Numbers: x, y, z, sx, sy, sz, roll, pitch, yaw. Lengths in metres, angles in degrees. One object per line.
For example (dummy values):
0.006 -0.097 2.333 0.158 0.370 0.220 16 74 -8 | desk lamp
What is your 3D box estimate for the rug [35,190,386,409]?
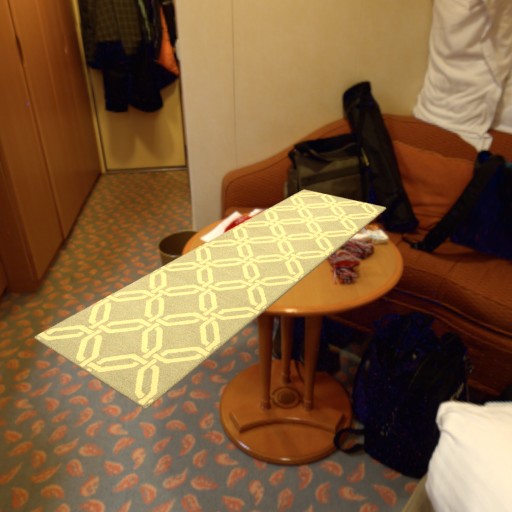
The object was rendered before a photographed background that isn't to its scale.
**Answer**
0.000 0.000 2.509 0.678 0.014 2.276 18 33 31 | rug
